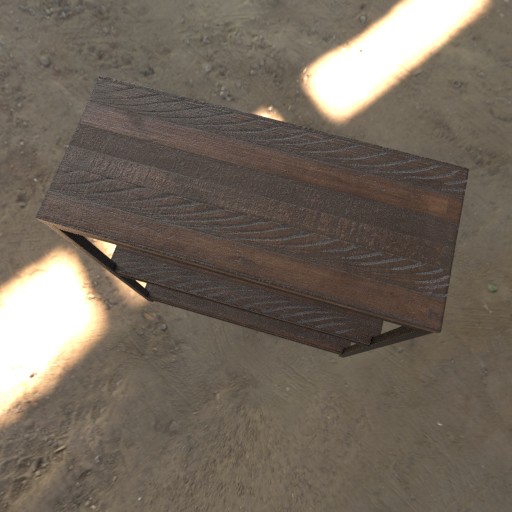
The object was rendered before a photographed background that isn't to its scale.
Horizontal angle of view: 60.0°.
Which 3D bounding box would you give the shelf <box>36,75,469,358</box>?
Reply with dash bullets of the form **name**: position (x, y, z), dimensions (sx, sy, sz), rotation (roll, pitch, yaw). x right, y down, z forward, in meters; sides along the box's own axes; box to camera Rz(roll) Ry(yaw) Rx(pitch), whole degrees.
- **shelf**: position (0.000, 0.000, 1.363), dimensions (0.822, 0.947, 0.352), rotation (16, 75, 4)
